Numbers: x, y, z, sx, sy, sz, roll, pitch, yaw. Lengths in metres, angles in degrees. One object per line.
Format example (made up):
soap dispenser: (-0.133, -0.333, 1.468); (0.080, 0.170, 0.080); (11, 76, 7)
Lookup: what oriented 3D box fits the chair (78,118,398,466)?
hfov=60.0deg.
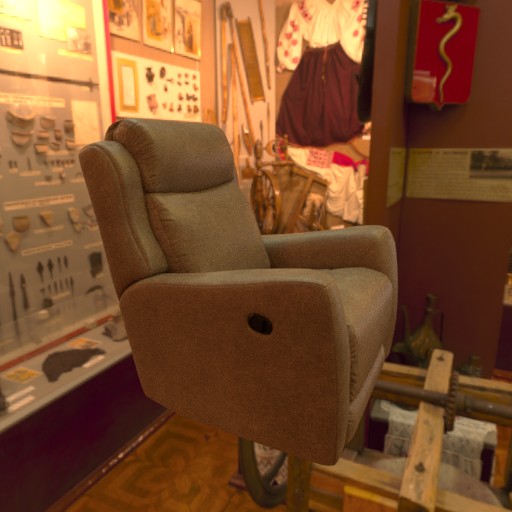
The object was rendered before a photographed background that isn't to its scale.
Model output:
chair: (0.000, 0.000, 1.880); (1.068, 1.116, 0.965); (7, 16, 26)
